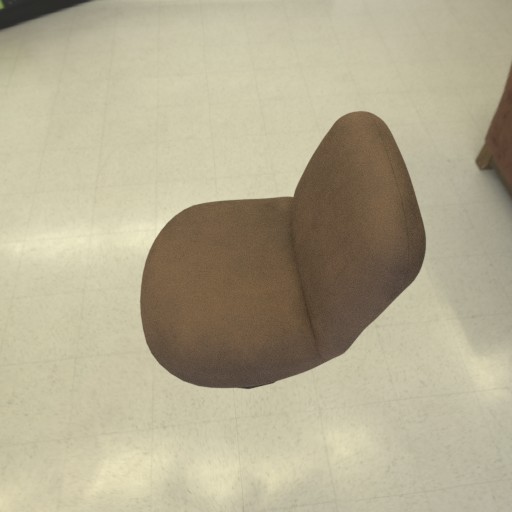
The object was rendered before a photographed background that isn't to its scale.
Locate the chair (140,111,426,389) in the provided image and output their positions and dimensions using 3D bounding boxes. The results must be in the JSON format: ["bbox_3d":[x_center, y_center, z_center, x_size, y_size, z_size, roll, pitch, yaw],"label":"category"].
[{"bbox_3d":[0.000,0.000,1.044,0.597,0.594,0.521,-3,56,-2],"label":"chair"}]
